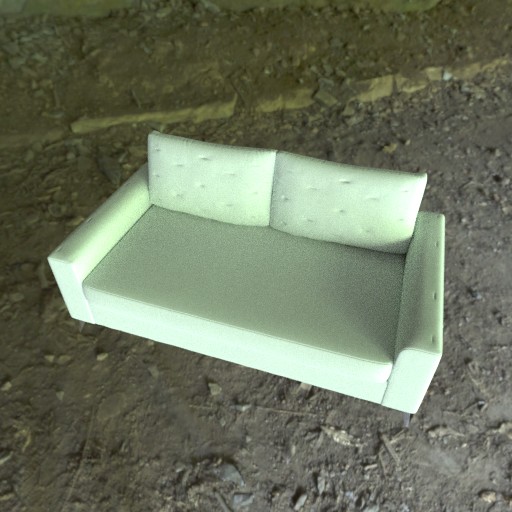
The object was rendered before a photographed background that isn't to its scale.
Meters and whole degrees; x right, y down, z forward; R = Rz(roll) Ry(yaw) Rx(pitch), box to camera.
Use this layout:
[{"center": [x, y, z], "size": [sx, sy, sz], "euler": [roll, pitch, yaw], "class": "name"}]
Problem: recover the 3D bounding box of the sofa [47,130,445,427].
[{"center": [0.000, 0.000, 2.101], "size": [1.650, 0.790, 0.920], "euler": [12, 42, 14], "class": "sofa"}]
